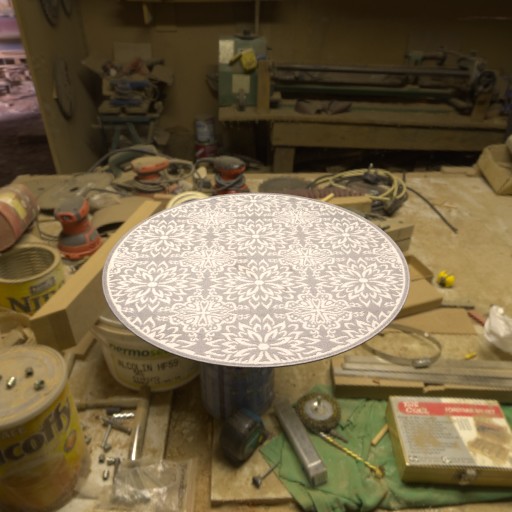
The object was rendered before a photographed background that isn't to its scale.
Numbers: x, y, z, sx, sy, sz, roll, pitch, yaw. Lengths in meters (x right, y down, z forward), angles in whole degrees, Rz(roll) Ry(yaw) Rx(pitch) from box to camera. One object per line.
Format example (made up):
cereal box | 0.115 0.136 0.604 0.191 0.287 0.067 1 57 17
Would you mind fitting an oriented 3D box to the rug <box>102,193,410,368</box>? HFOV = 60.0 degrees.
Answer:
rug | 0.000 0.000 2.386 1.593 0.012 1.593 0 33 0
